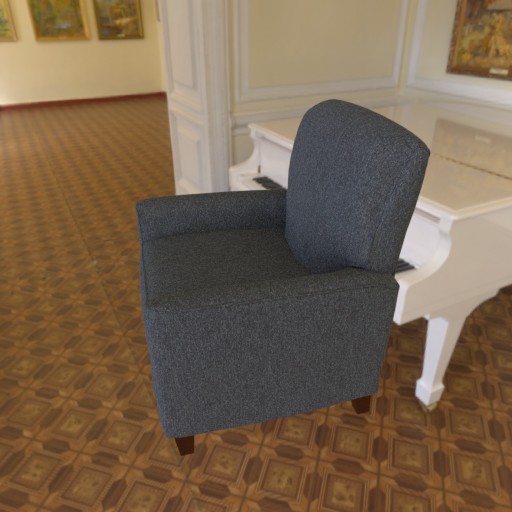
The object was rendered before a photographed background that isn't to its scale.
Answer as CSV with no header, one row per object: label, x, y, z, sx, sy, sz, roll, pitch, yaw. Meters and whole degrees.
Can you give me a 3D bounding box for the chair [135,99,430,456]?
chair,0.000,0.000,1.621,0.850,1.016,0.839,-8,30,-13
